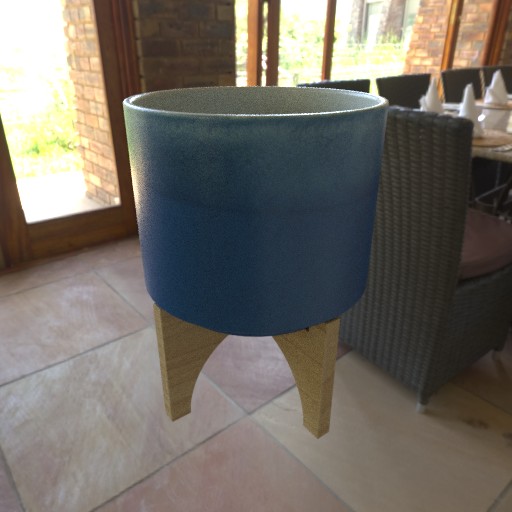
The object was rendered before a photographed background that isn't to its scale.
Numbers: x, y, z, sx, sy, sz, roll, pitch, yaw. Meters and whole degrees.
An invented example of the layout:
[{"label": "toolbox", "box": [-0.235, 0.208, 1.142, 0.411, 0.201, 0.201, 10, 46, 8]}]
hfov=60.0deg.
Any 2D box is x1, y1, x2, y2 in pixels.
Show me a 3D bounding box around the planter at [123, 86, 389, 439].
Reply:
[{"label": "planter", "box": [0.000, 0.000, 0.388, 0.192, 0.263, 0.192, 0, 26, 0]}]
